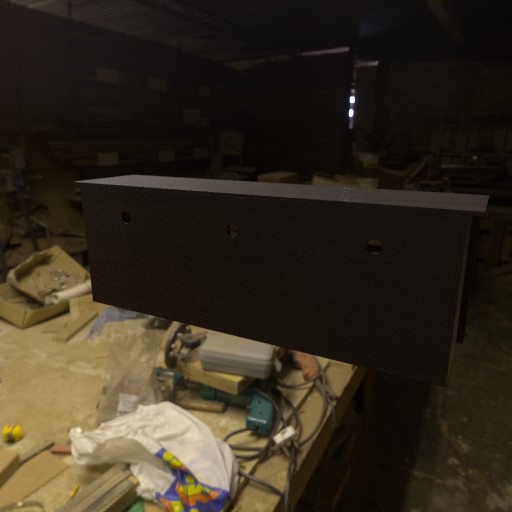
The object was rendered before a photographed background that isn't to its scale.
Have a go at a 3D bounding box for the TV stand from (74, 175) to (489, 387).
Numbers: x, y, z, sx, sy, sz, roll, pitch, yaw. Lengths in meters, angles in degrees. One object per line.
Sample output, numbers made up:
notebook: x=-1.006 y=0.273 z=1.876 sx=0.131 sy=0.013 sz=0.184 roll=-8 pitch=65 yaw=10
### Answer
TV stand: x=0.000 y=0.000 z=1.987 sx=1.778 sy=0.610 sz=0.406 roll=8 pitch=18 yaw=27
